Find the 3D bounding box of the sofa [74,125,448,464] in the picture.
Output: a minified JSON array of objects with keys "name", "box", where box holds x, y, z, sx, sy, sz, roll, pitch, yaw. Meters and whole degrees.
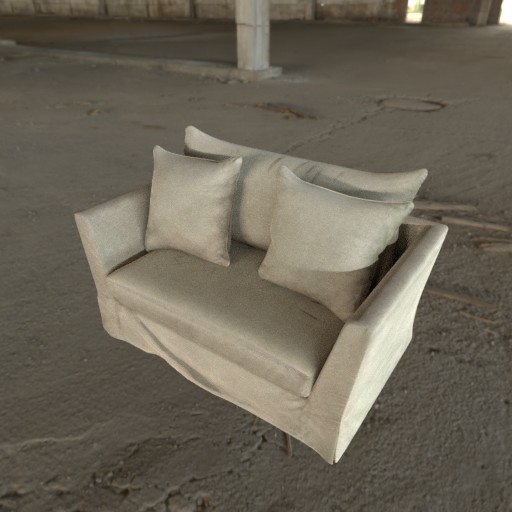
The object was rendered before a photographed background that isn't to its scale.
[{"name":"sofa","box":[0.000,0.000,2.305,1.608,1.040,1.035,20,36,30]}]
